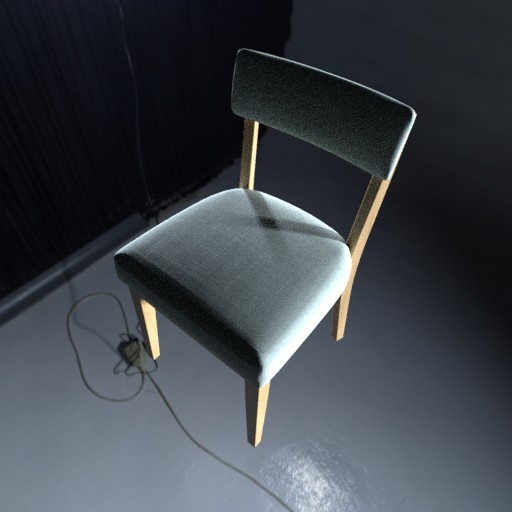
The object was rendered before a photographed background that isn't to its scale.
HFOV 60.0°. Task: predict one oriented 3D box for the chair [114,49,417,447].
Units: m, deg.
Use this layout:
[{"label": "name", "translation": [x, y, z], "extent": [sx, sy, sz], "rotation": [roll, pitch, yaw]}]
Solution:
[{"label": "chair", "translation": [0.000, 0.000, 1.190], "extent": [0.508, 0.832, 0.572], "rotation": [32, 55, 26]}]
